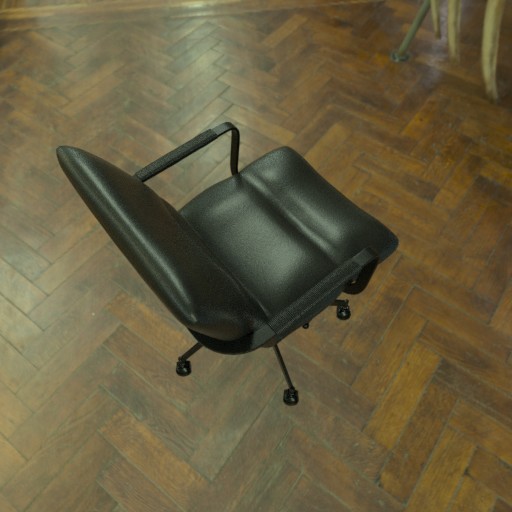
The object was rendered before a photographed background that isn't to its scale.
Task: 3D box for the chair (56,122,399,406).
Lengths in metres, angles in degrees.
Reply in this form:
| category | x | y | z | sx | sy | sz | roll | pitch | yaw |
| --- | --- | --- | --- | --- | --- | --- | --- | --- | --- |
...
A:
| category | x | y | z | sx | sy | sz | roll | pitch | yaw |
| --- | --- | --- | --- | --- | --- | --- | --- | --- | --- |
| chair | 0.000 | 0.000 | 1.391 | 0.748 | 0.922 | 0.719 | -34 | 63 | -20 |
